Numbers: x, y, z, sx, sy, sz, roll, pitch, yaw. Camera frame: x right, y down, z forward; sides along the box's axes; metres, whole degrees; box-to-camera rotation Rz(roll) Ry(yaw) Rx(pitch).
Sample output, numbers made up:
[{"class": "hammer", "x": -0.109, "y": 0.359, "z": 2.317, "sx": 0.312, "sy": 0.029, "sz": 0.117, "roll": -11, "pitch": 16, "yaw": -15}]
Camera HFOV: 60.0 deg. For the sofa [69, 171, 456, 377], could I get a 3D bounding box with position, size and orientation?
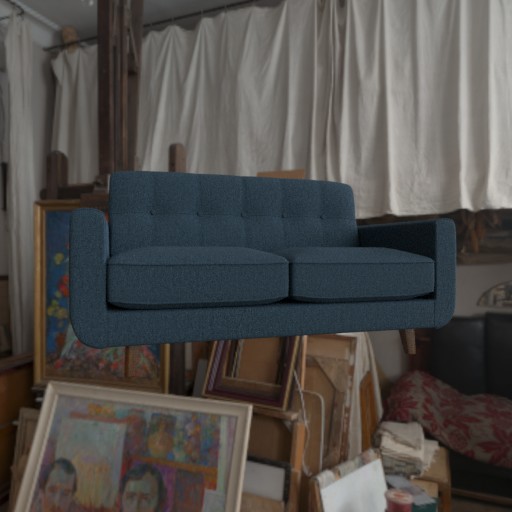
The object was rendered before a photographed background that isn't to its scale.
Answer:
[{"class": "sofa", "x": 0.000, "y": 0.000, "z": 2.218, "sx": 1.651, "sy": 0.896, "sz": 0.942, "roll": 0, "pitch": 0, "yaw": -18}]
